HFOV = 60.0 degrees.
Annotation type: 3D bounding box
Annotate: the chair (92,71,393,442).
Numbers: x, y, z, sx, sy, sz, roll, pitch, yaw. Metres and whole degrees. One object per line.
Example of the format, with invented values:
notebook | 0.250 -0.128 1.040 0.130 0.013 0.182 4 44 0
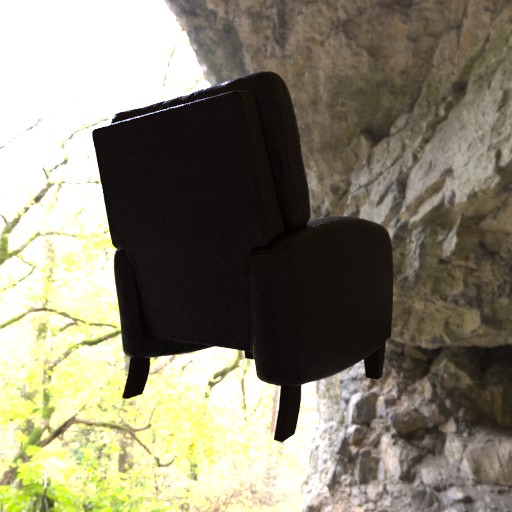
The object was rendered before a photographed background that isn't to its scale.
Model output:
chair | 0.000 0.000 1.643 0.762 0.990 0.990 0 0 35
